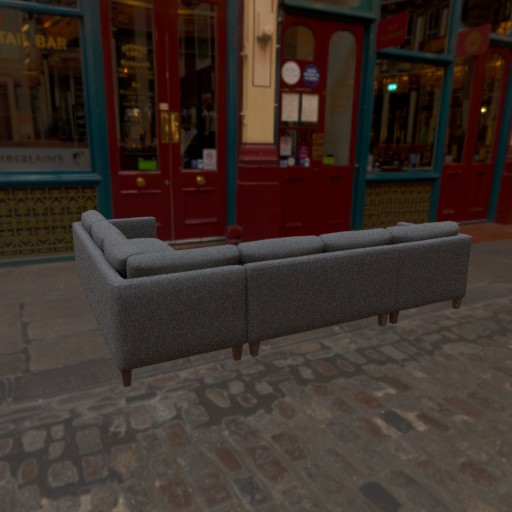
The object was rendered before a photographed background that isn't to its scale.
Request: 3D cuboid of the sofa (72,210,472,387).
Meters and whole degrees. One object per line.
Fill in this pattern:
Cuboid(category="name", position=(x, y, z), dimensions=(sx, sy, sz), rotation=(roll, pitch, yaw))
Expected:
Cuboid(category="sofa", position=(0.000, 0.000, 4.500), dimensions=(3.238, 0.853, 2.551), rotation=(-7, 16, -26))
